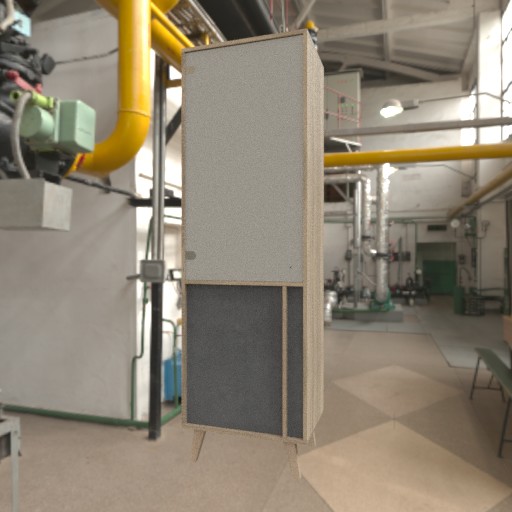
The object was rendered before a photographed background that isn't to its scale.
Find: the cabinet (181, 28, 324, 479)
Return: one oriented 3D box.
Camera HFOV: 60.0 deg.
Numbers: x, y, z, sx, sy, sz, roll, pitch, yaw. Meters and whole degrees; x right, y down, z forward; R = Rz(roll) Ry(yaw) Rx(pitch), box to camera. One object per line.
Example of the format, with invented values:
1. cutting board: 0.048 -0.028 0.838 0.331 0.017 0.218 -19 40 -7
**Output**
1. cabinet: 0.000 0.000 2.082 0.570 1.850 0.400 0 0 18
